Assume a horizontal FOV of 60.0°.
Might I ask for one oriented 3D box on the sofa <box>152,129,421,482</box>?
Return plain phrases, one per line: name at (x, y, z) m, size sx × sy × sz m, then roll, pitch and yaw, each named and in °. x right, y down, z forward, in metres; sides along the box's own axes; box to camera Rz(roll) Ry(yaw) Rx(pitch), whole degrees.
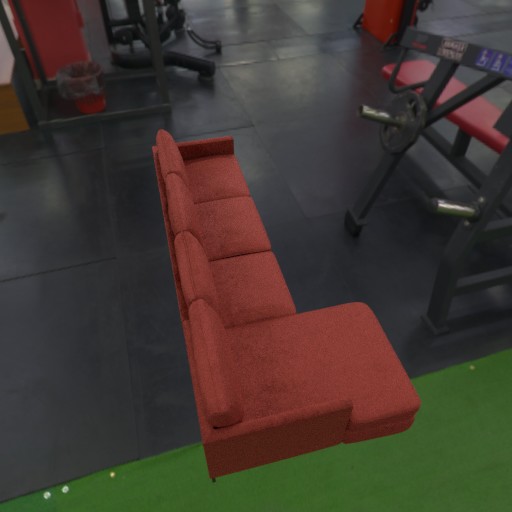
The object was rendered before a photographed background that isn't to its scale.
sofa at (0.000, 0.000, 4.034) m, size 1.500 × 0.967 × 3.400 m, roll -10°, pitch 47°, yaw -10°
